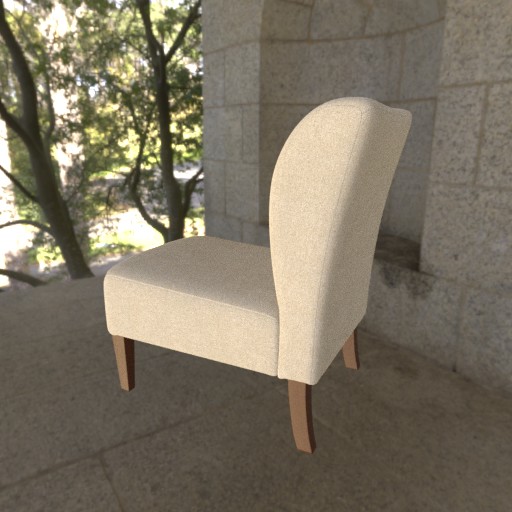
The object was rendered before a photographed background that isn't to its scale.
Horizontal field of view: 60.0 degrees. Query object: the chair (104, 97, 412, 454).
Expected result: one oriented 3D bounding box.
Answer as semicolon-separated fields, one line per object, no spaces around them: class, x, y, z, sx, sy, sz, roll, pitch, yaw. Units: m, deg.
chair;0.000;0.000;1.312;0.754;0.833;0.521;8;17;26
